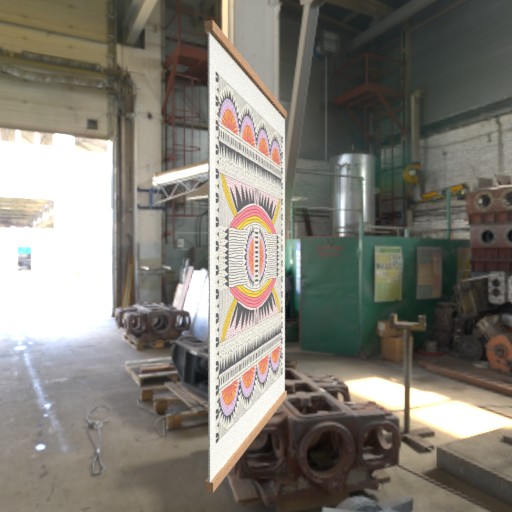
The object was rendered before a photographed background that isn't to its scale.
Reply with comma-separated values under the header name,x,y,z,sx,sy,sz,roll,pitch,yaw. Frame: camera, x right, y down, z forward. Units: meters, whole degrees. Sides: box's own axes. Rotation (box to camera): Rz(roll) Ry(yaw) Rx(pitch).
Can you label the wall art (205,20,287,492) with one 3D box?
name,x,y,z,sx,sy,sz,roll,pitch,yaw
wall art,0.000,0.000,1.916,0.028,1.533,0.999,0,1,18
